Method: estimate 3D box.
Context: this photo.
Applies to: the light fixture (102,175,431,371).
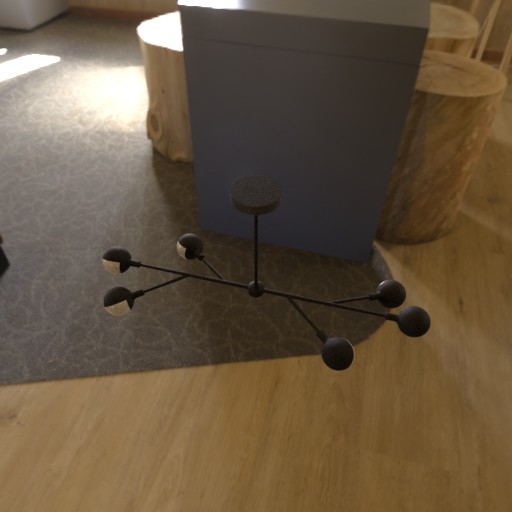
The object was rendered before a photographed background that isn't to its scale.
[{"bbox_3d":[0.000,0.000,0.984,0.778,0.362,0.434,23,50,21],"label":"light fixture"}]
